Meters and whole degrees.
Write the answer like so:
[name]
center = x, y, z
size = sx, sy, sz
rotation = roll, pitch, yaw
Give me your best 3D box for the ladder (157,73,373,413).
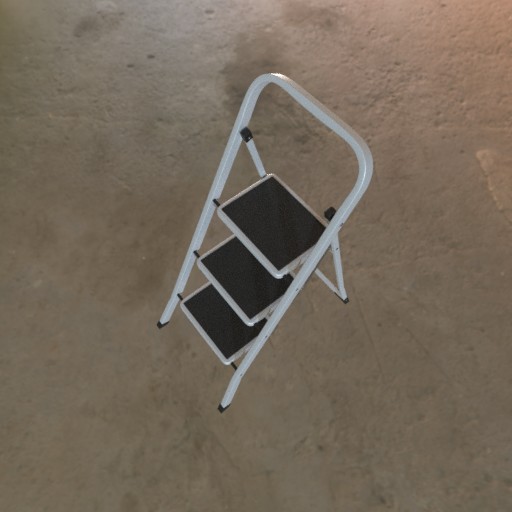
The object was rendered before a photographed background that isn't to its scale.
[ladder]
center = 0.000, 0.000, 1.436
size = 0.711, 1.050, 0.460
rotation = -35, 67, -18
